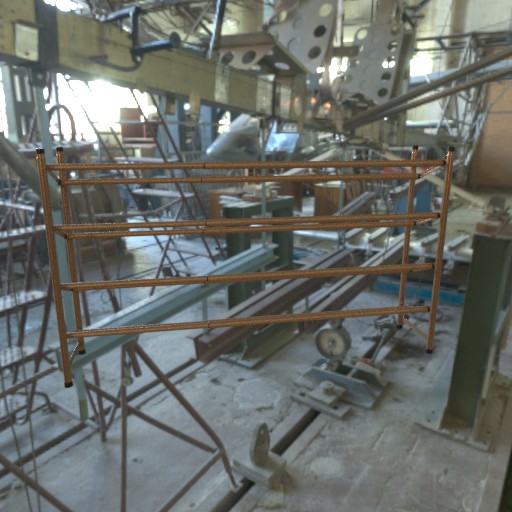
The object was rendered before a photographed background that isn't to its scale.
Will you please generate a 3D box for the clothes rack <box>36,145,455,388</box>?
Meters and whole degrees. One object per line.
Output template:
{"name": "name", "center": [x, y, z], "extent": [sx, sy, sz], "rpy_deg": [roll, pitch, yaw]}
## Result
{"name": "clothes rack", "center": [0.000, 0.000, 1.400], "extent": [1.168, 0.672, 0.229], "rpy_deg": [-3, 15, -10]}
